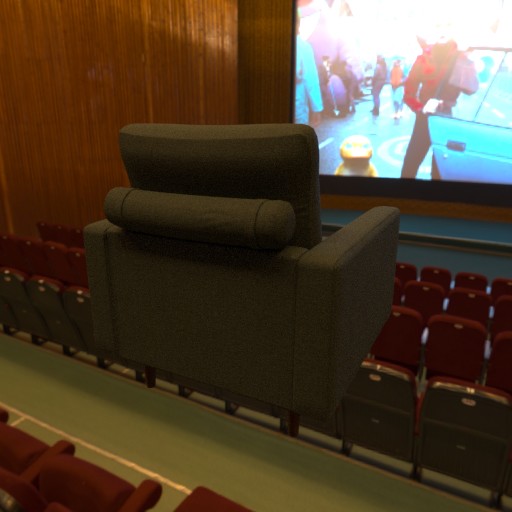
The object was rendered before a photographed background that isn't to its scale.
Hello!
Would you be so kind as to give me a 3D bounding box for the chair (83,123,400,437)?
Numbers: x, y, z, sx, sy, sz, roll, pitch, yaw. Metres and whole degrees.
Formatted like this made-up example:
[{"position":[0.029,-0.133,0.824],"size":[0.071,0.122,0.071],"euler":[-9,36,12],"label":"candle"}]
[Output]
[{"position":[0.000,0.000,1.537],"size":[0.821,0.880,0.843],"euler":[9,19,26],"label":"chair"}]
